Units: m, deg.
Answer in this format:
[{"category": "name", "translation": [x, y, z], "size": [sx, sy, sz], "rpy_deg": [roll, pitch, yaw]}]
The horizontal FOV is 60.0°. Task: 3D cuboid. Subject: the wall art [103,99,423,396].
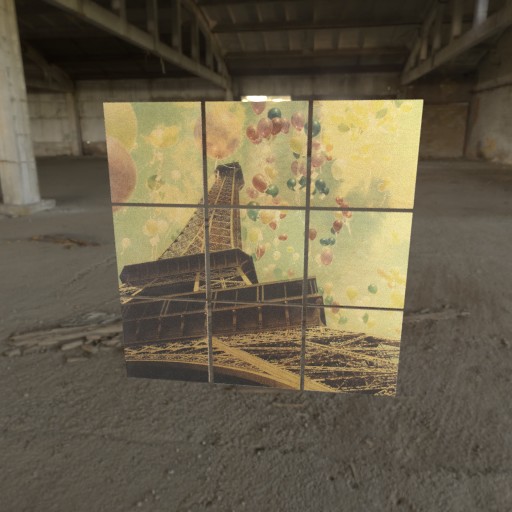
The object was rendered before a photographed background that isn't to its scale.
[{"category": "wall art", "translation": [0.000, 0.000, 1.844], "size": [1.219, 1.218, 0.013], "rpy_deg": [2, 16, 7]}]
